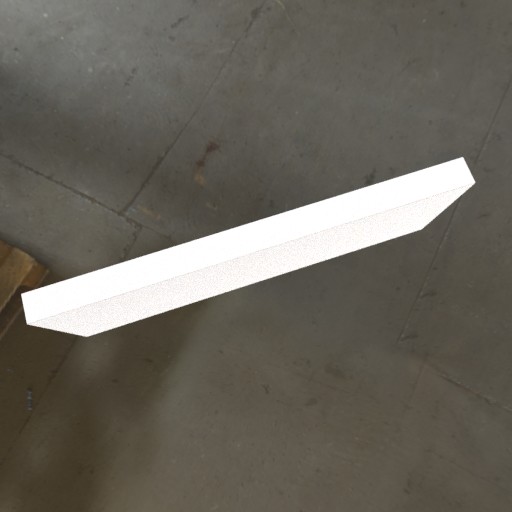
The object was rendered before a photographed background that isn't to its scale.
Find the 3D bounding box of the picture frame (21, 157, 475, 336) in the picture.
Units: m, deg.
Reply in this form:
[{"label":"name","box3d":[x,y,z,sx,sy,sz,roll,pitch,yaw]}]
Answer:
[{"label":"picture frame","box3d":[0.000,0.000,0.840,0.759,0.250,0.050,-18,76,-5]}]
